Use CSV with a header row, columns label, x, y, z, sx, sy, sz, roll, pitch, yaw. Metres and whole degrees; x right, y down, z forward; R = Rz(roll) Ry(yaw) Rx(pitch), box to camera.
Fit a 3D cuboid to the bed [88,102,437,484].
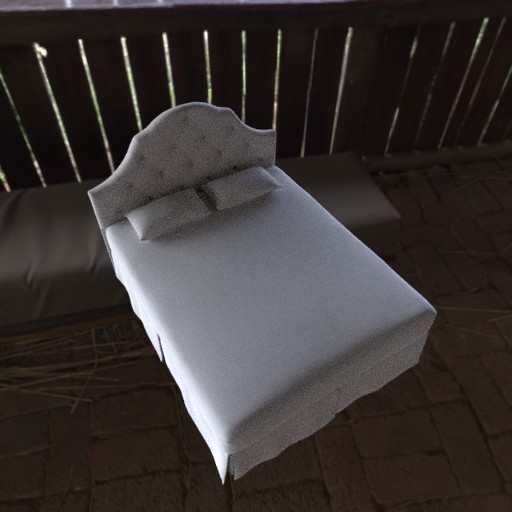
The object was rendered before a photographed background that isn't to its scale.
label,x,y,z,sx,sy,sz,roll,pitch,yaw
bed,0.000,0.000,3.720,2.039,1.617,2.477,-24,51,-21
